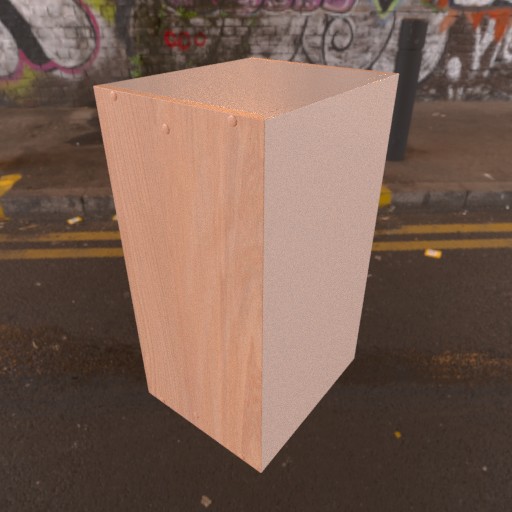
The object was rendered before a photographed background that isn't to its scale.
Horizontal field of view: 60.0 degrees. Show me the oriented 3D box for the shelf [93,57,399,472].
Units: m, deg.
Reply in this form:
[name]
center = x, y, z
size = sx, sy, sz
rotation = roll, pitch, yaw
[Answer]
[shelf]
center = 0.000, 0.000, 0.799
size = 0.290, 0.600, 0.350
rotation = 22, 38, 31
